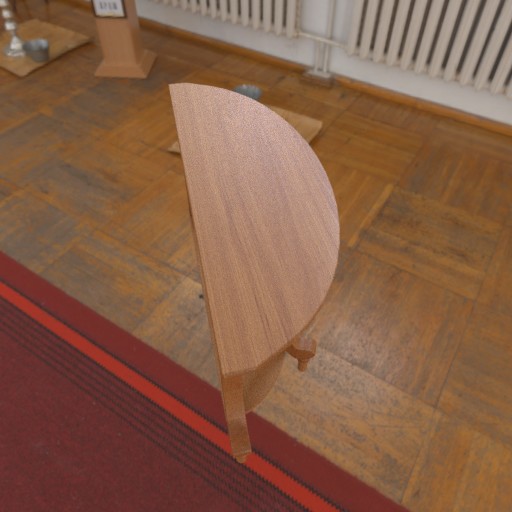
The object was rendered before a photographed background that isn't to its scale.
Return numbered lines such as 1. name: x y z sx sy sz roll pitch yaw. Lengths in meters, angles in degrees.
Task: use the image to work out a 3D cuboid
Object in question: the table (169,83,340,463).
1. table: 0.000 0.000 1.515 0.394 0.692 1.198 -9 48 -8
